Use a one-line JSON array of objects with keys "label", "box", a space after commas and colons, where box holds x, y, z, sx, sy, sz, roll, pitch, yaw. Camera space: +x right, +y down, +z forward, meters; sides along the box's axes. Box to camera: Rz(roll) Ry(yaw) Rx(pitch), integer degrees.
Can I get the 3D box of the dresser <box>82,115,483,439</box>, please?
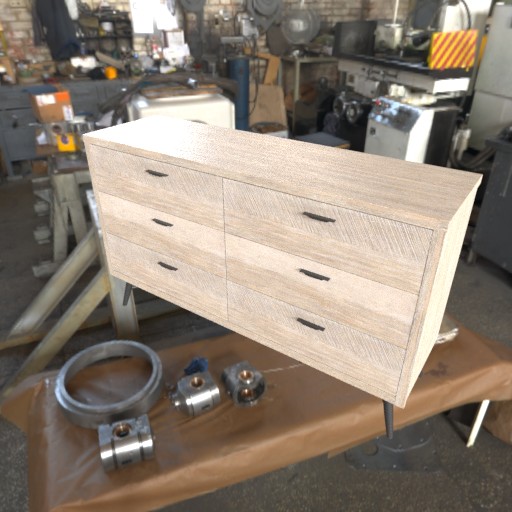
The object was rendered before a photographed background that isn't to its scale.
[{"label": "dresser", "box": [0.000, 0.000, 1.920, 1.524, 0.914, 0.457, 19, 35, 29]}]
